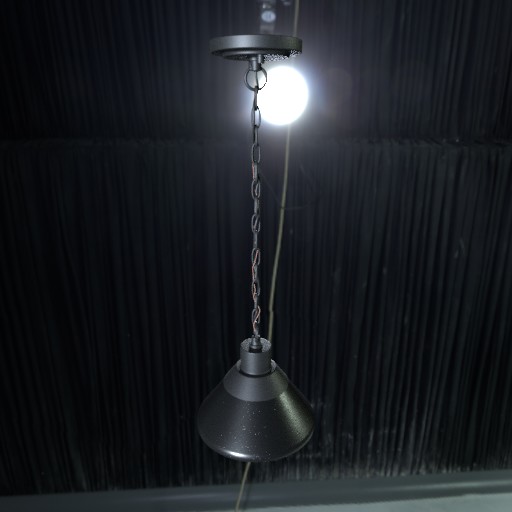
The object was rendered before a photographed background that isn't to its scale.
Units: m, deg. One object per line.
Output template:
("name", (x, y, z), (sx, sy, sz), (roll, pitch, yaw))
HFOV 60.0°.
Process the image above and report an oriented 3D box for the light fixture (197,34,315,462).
("light fixture", (0.000, 0.000, 0.669), (0.201, 0.588, 0.201), (-3, 19, -9))
